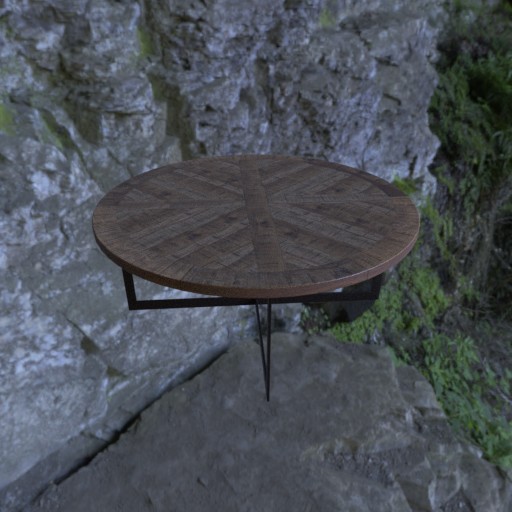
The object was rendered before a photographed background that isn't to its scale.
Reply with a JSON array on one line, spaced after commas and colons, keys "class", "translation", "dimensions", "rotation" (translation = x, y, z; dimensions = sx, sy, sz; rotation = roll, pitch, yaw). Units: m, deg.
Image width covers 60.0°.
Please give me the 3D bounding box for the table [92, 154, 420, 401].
[{"class": "table", "translation": [0.000, 0.000, 1.918], "dimensions": [1.264, 0.516, 1.264], "rotation": [0, 30, 0]}]
